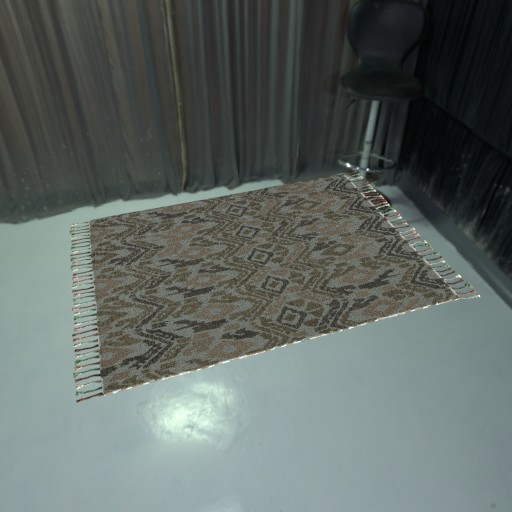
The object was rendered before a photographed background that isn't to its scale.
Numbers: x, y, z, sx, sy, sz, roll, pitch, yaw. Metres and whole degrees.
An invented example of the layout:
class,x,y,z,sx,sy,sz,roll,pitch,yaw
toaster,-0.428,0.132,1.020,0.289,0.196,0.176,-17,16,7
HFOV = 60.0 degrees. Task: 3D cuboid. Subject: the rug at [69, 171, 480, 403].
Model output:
class,x,y,z,sx,sy,sz,roll,pitch,yaw
rug,0.000,0.000,2.297,1.829,0.008,1.219,-12,42,-14
